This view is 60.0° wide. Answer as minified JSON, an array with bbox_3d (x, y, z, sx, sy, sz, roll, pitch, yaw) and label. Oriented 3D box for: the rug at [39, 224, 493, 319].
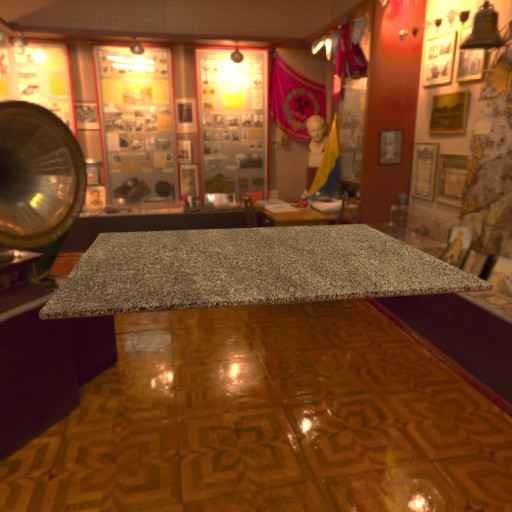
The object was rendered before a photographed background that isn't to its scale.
[{"bbox_3d":[0.000,0.000,2.099,1.601,0.025,1.198,-3,15,-10],"label":"rug"}]
